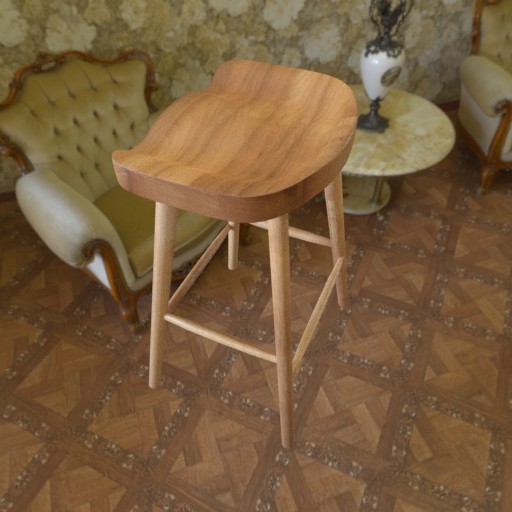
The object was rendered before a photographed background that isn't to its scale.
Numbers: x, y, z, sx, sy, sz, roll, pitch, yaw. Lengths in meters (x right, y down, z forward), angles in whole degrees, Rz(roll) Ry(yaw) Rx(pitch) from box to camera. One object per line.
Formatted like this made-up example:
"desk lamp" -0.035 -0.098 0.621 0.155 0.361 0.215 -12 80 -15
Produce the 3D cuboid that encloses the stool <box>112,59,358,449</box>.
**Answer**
"stool" 0.000 0.000 0.907 0.361 0.615 0.440 18 48 17
